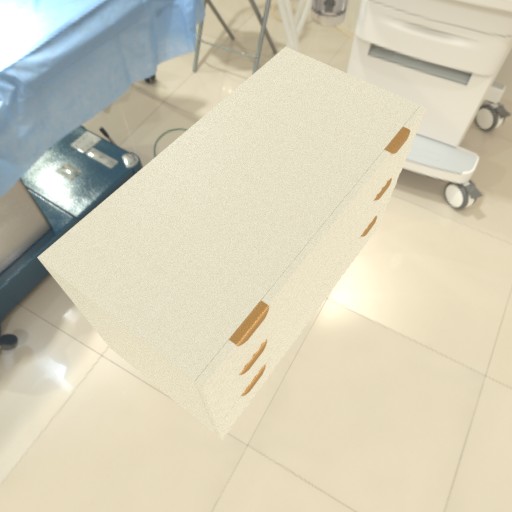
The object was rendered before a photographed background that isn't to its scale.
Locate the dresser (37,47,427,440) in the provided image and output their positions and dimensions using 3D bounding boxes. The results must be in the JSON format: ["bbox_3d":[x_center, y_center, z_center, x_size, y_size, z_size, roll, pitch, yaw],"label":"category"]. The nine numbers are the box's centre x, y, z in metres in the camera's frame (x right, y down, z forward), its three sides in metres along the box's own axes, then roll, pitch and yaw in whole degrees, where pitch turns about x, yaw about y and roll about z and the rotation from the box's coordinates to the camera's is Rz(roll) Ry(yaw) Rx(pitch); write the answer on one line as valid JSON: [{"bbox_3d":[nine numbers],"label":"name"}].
[{"bbox_3d":[0.000,0.000,1.344,0.457,0.721,0.905,32,64,18],"label":"dresser"}]
